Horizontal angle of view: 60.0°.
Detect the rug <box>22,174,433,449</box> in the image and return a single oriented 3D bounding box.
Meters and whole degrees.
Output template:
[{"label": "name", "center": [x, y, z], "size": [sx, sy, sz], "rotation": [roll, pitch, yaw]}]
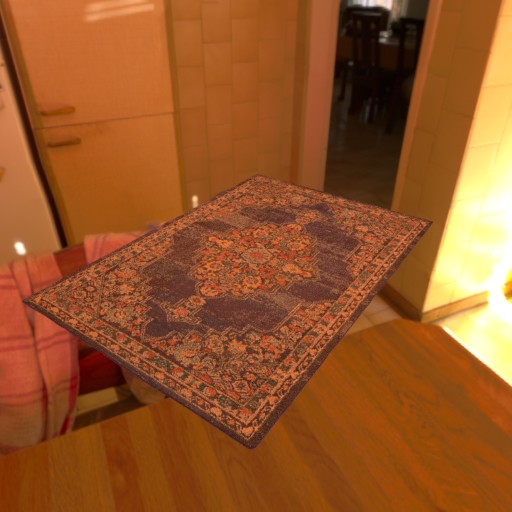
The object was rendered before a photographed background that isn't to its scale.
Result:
[{"label": "rug", "center": [0.000, 0.000, 3.683], "size": [2.053, 0.011, 2.940], "rotation": [21, 38, 29]}]
